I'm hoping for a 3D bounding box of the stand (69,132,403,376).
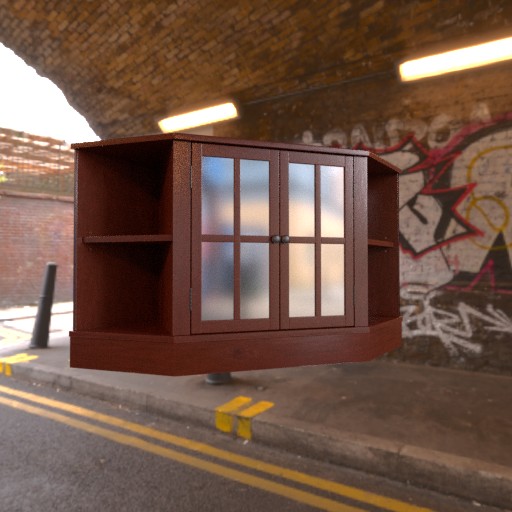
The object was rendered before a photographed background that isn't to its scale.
[{"bbox_3d":[0.000,0.000,1.378,1.072,0.614,0.381,0,-1,-18],"label":"stand"}]
